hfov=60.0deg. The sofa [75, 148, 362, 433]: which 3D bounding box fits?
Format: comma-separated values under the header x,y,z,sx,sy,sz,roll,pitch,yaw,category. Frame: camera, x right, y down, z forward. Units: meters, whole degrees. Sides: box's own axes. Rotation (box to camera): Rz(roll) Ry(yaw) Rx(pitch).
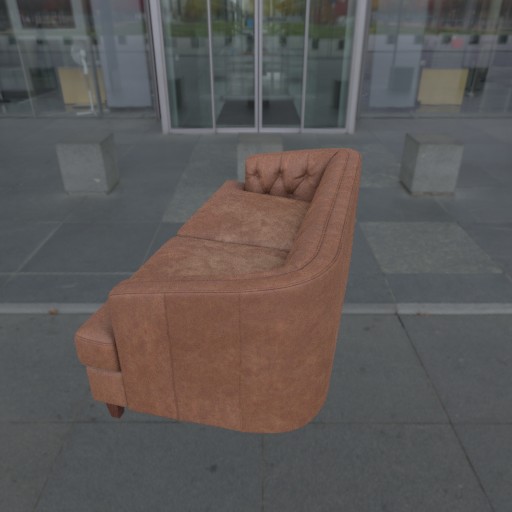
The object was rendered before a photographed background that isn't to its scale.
x,y,z,sx,sy,sz,roll,pitch,yaw,category
0.000,0.000,2.257,0.914,0.786,1.755,7,29,13,sofa
